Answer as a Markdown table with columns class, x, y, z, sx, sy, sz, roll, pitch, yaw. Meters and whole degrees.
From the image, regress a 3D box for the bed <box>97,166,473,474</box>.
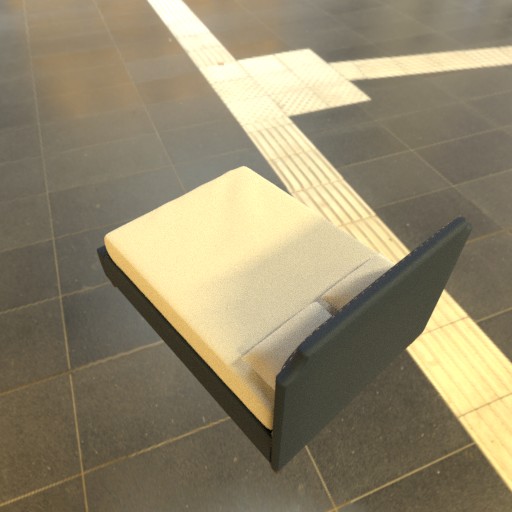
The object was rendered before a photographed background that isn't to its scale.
| class | x | y | z | sx | sy | sz | roll | pitch | yaw |
| --- | --- | --- | --- | --- | --- | --- | --- | --- | --- |
| bed | 0.000 | 0.000 | 3.483 | 1.712 | 1.443 | 2.372 | -32 | 54 | -28 |
